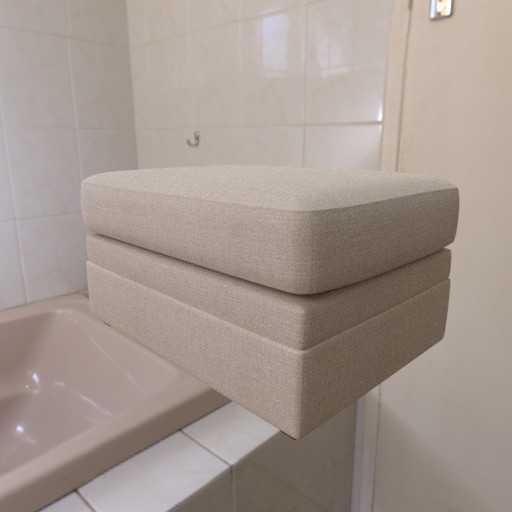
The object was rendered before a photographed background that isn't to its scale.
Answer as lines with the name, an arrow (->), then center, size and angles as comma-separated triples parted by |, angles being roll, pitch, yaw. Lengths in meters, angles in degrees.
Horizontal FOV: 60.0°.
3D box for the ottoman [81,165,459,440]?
ottoman -> 0.000, 0.000, 1.231 | 0.637, 0.478, 0.885 | -14, 20, -43
